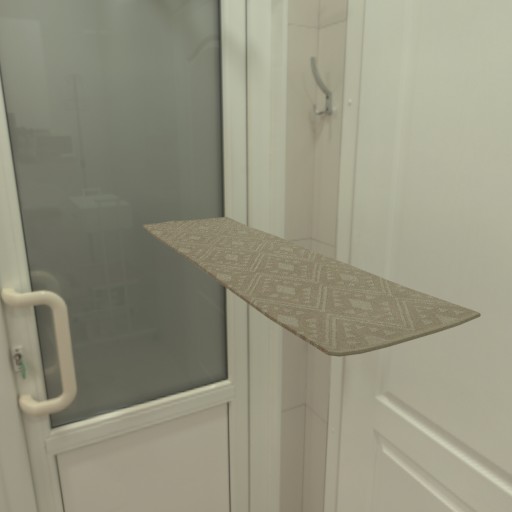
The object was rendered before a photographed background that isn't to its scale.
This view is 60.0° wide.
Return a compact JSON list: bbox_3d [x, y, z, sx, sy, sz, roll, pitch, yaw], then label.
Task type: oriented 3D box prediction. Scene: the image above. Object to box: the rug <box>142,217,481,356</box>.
[{"bbox_3d":[0.000,0.000,2.654,0.752,0.051,2.452,-8,18,-27],"label":"rug"}]
